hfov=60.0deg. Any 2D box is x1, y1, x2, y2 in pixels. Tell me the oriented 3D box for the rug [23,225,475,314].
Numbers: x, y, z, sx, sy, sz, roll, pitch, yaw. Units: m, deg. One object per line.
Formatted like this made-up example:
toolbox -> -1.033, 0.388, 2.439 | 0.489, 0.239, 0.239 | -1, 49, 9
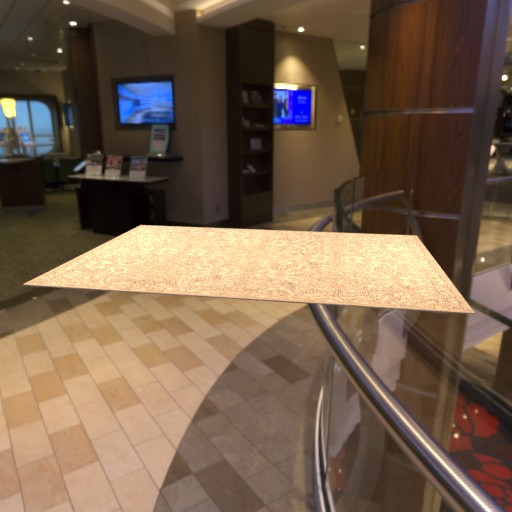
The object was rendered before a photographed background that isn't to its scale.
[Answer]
rug -> 0.000, 0.000, 2.339 | 1.827, 0.006, 1.221 | 3, 16, 9
